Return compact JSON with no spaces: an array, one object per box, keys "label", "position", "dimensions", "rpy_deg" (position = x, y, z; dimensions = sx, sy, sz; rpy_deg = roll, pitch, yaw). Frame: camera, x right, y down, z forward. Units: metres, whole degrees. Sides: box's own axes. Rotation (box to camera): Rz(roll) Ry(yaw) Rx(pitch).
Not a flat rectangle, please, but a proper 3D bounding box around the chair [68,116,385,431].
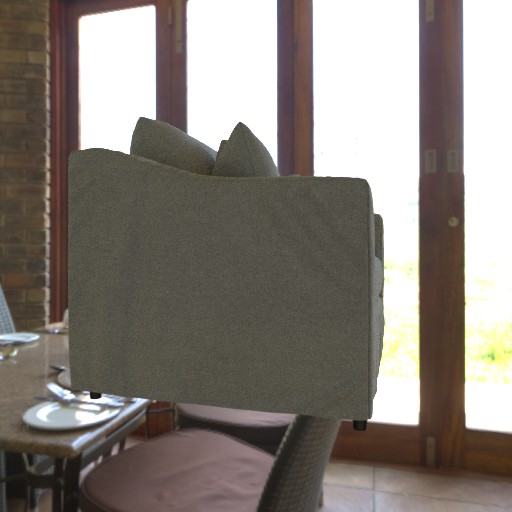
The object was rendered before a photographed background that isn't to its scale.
[{"label":"chair","position":[0.000,0.000,1.970],"dimensions":[1.071,1.059,1.194],"rpy_deg":[0,0,18]}]
